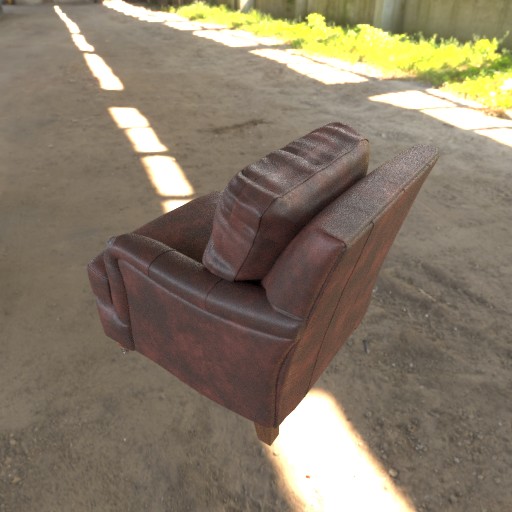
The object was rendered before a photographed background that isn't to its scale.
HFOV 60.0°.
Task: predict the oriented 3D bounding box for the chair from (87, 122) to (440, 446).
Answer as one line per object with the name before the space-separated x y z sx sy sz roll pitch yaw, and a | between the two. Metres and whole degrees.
chair | 0.000 0.000 1.927 1.156 1.051 0.987 20 37 29
